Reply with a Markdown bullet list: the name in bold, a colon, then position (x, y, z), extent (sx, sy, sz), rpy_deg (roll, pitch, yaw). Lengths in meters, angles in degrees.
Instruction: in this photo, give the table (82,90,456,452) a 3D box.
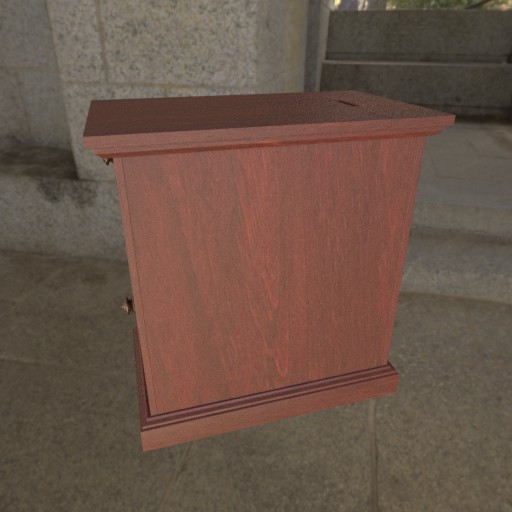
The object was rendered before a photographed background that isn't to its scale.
- **table**: position (0.000, 0.000, 0.950), extent (0.584, 0.612, 0.356), rpy_deg (-8, 28, -15)
